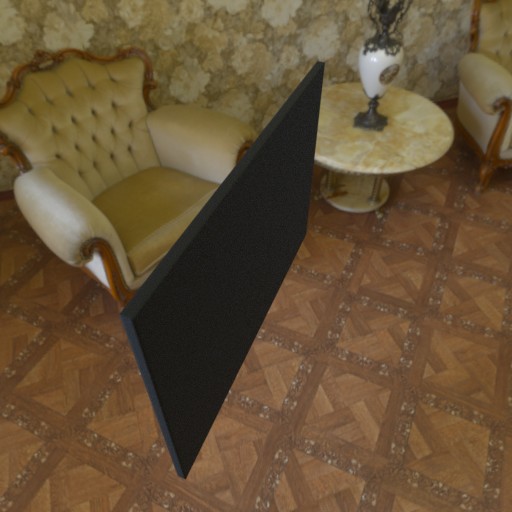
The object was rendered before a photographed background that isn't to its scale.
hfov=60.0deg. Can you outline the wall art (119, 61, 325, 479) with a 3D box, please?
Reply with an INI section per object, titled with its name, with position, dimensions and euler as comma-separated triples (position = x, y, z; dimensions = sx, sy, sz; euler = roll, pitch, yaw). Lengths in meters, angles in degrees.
[wall art]
position = 0.000, 0.000, 1.174
dimensions = 0.049, 0.659, 0.964
euler = 18, 48, 17
